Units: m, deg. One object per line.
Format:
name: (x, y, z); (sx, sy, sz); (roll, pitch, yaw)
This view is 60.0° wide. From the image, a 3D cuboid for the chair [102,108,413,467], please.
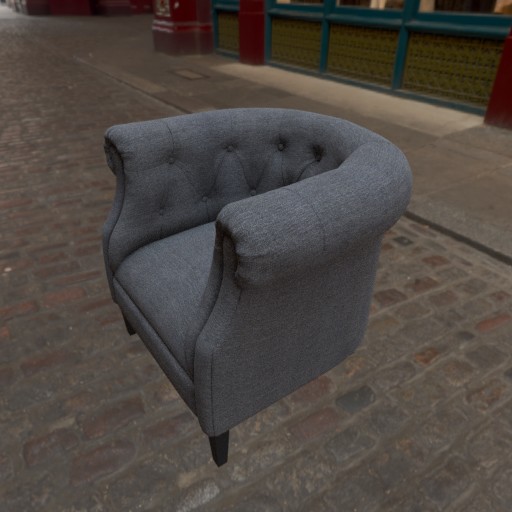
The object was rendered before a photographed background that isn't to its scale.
chair: (0.000, 0.000, 1.525); (0.852, 0.827, 0.905); (-21, 38, -29)
